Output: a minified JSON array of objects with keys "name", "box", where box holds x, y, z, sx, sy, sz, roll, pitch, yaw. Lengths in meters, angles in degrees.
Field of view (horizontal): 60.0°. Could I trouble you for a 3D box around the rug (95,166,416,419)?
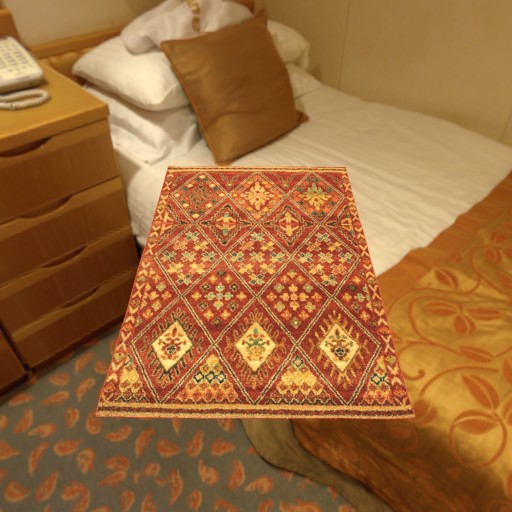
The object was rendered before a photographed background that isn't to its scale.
[{"name":"rug","box":[0.000,0.000,2.940,1.521,0.026,2.286,0,42,0]}]
